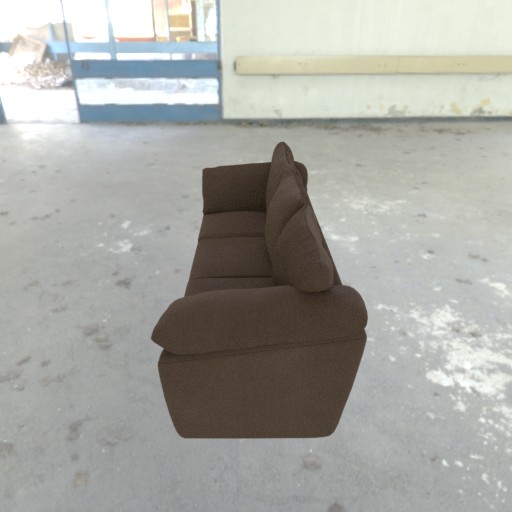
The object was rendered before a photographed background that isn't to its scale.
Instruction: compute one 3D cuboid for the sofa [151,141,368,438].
[{"bbox_3d":[0.000,0.000,2.870,0.878,1.015,2.336,0,27,-1],"label":"sofa"}]
